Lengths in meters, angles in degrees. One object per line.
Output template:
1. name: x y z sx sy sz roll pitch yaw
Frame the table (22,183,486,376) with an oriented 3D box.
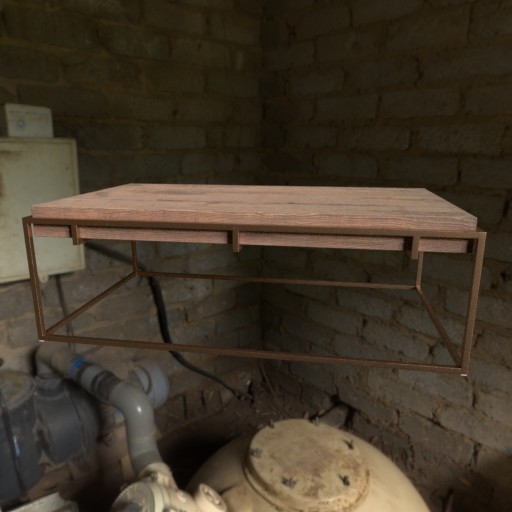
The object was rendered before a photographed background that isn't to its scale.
1. table: 0.000 0.000 1.722 1.387 0.468 0.775 3 15 9
